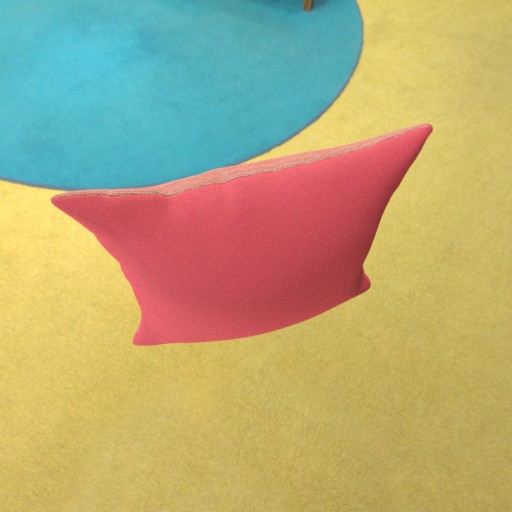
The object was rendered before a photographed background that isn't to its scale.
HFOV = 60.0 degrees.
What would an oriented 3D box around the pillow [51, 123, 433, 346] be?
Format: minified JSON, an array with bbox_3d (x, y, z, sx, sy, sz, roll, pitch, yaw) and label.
[{"bbox_3d":[0.000,0.000,0.805,0.559,0.501,0.229,-13,59,-8],"label":"pillow"}]
